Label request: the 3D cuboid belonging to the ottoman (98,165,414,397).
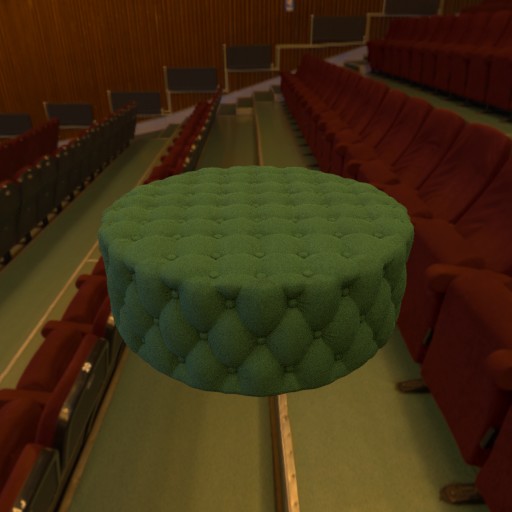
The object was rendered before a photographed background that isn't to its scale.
[{"bbox_3d":[0.000,0.000,1.526,0.998,0.399,0.998,0,28,0],"label":"ottoman"}]
